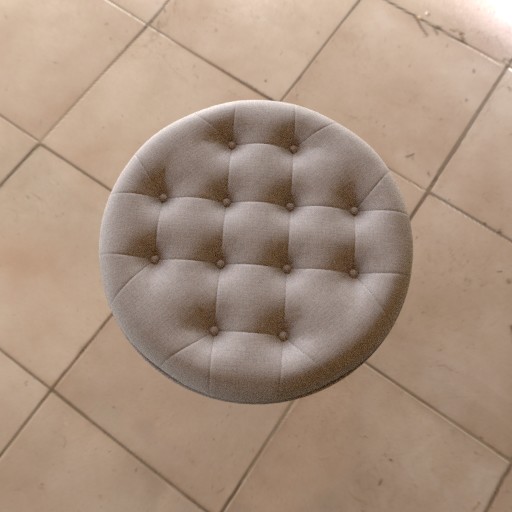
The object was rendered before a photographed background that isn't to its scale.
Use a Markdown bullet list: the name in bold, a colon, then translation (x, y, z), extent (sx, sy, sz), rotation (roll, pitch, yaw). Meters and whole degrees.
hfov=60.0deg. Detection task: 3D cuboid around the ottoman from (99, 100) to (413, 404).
- **ottoman**: translation (0.000, 0.000, 1.364), extent (0.849, 0.478, 0.849), rotation (0, 75, 0)
